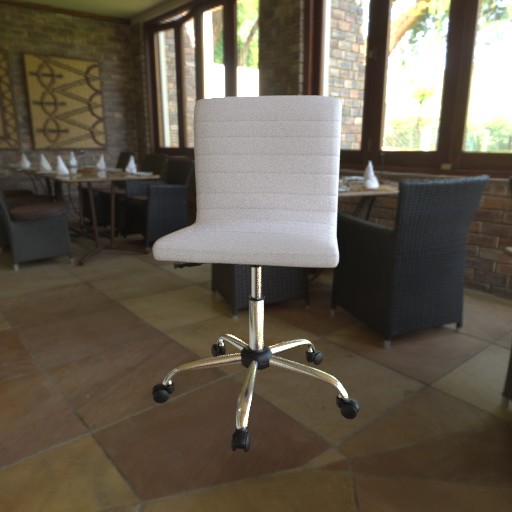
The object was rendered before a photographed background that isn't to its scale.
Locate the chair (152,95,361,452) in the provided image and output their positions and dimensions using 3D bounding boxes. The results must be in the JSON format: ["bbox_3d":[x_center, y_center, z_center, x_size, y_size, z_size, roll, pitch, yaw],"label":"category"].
[{"bbox_3d":[0.000,0.000,1.050,0.520,0.750,0.455,2,14,9],"label":"chair"}]
